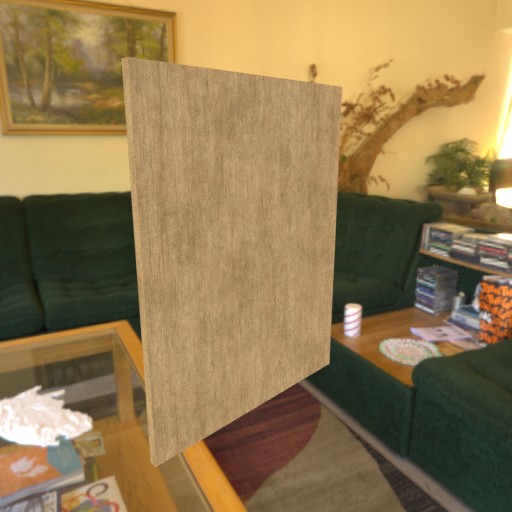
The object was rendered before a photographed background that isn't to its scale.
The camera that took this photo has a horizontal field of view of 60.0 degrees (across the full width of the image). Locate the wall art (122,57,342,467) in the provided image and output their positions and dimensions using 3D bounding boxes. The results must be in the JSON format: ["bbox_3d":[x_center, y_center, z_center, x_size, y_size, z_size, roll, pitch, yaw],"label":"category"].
[{"bbox_3d":[0.000,0.000,0.903,0.018,0.686,0.534,14,21,43],"label":"wall art"}]
